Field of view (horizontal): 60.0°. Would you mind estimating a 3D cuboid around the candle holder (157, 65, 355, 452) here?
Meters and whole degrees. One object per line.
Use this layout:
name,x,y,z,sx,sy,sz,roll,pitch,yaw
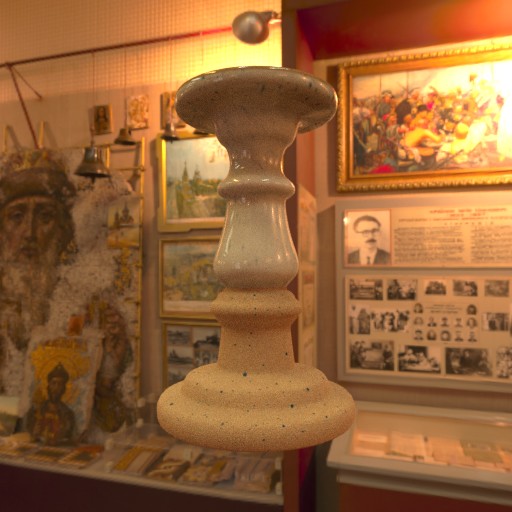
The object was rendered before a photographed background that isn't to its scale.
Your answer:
candle holder,0.000,0.000,0.284,0.123,0.202,0.123,0,-2,0
